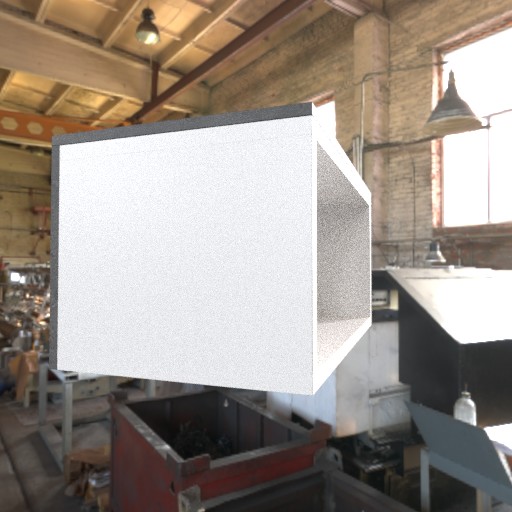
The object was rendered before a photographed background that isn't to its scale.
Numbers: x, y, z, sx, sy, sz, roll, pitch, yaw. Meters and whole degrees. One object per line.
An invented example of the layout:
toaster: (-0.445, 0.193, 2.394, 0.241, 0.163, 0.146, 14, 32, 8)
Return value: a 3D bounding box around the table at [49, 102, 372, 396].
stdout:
table: (0.000, 0.000, 0.923, 0.400, 0.350, 0.700, -1, -2, 20)
